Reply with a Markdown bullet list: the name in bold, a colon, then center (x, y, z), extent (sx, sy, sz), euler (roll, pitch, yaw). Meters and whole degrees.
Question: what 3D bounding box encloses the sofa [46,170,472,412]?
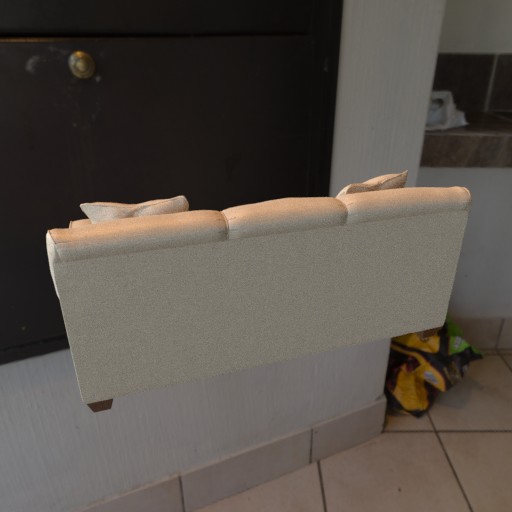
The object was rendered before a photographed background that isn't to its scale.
- **sofa**: center (0.000, 0.000, 2.555), extent (2.024, 0.958, 0.997), euler (-8, 27, -16)
